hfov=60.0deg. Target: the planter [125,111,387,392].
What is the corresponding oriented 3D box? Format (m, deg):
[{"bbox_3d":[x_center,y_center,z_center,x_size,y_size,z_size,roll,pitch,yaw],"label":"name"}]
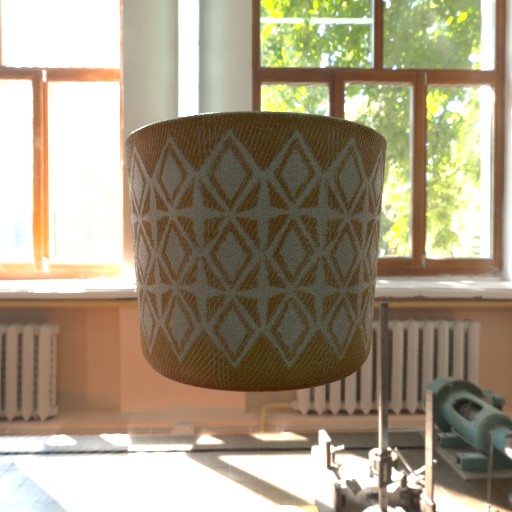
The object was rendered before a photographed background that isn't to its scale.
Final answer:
[{"bbox_3d":[0.000,0.000,0.342,0.193,0.165,0.193,0,1,0],"label":"planter"}]
